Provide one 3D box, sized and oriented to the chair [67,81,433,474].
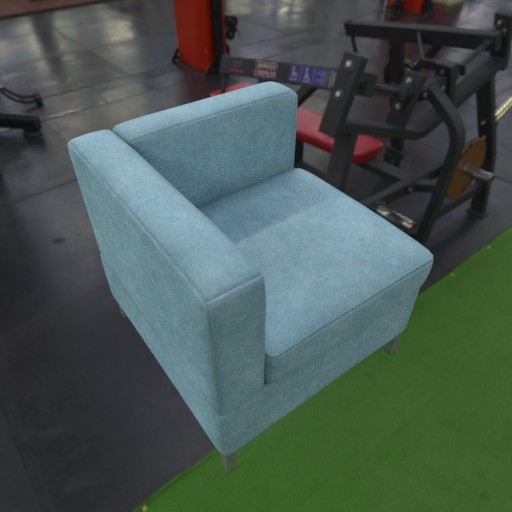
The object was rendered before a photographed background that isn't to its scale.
[{"bbox_3d":[0.000,0.000,1.229,0.684,0.660,0.691,-26,48,-26],"label":"chair"}]
